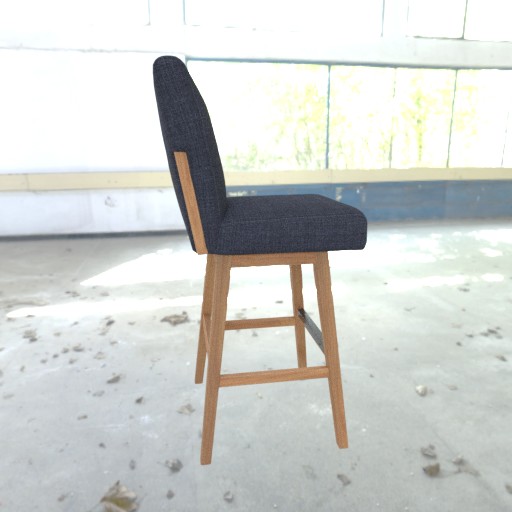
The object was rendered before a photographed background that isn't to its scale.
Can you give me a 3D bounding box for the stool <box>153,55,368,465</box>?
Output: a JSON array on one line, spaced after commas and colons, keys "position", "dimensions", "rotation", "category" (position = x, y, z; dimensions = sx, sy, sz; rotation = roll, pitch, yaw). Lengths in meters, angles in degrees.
[{"position": [0.000, 0.000, 1.405], "dimensions": [0.570, 1.112, 0.483], "rotation": [-2, 15, -9], "category": "stool"}]
